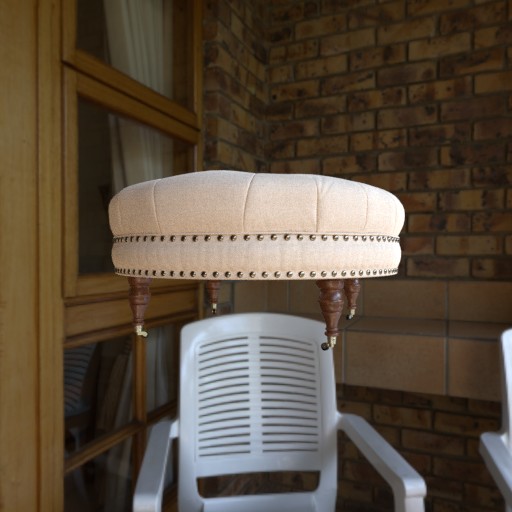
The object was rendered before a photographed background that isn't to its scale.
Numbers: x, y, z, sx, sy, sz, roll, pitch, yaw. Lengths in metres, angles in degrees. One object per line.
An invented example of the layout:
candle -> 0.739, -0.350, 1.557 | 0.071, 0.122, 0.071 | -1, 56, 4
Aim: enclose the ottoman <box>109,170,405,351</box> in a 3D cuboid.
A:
ottoman -> 0.000, 0.000, 1.480 | 0.940, 0.483, 0.940 | 0, 0, 0
